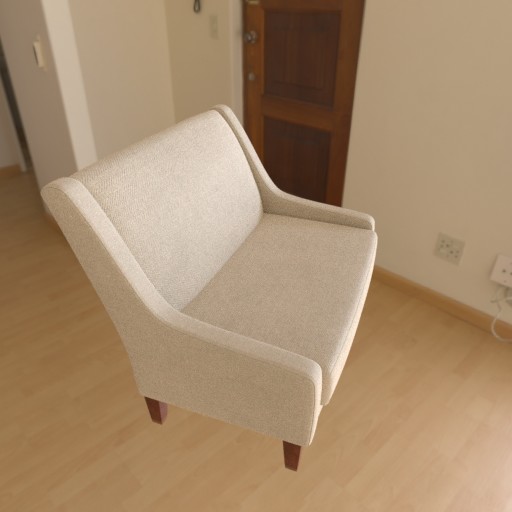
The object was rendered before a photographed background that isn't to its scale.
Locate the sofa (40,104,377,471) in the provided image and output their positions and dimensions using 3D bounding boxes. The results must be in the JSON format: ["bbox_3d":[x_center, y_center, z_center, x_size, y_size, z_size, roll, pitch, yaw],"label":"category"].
[{"bbox_3d":[0.000,0.000,1.900,0.946,0.976,1.212,11,32,18],"label":"sofa"}]
